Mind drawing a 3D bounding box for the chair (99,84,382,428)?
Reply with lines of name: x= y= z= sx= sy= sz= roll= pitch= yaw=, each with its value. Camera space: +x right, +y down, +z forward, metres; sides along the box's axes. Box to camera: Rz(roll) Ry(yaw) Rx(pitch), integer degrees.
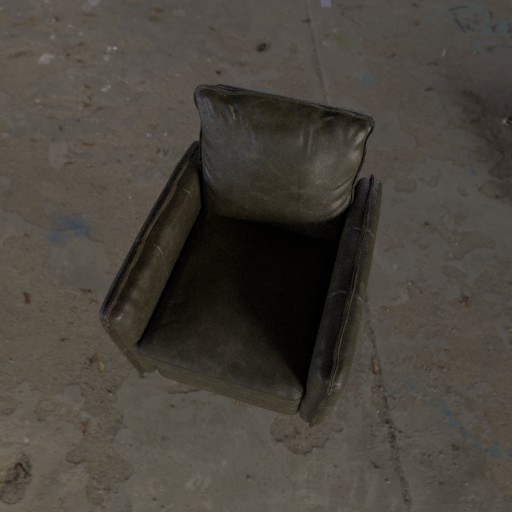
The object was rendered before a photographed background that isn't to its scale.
chair: x=0.000 y=0.000 z=1.631 sx=0.830 sy=0.921 sz=0.921 roll=14 pitch=60 yaw=9
